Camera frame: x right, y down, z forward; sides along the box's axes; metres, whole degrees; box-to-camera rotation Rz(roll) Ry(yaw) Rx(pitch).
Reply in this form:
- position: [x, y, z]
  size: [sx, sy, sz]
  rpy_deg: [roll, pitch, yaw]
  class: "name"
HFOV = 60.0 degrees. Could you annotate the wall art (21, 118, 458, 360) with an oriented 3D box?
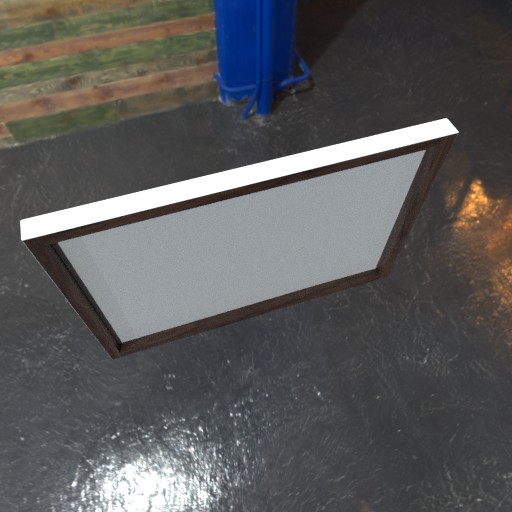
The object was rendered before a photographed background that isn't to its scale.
- position: [0.000, 0.000, 1.151]
  size: [0.914, 0.610, 0.050]
  rpy_deg: [-16, 58, -10]
  class: "wall art"
